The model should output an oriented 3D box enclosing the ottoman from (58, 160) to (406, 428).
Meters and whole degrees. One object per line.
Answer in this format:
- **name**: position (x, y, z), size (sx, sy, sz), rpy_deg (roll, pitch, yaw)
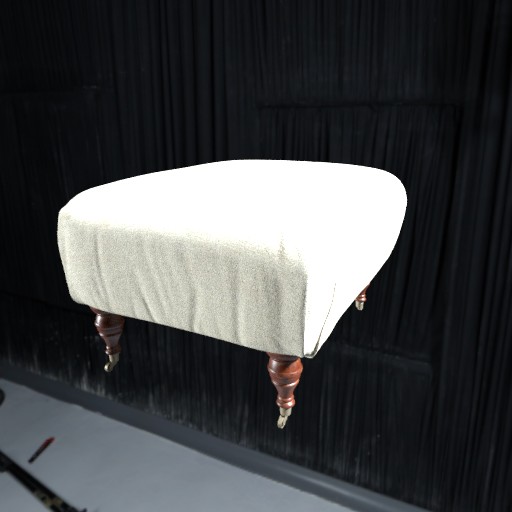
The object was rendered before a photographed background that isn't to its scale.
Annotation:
- **ottoman**: position (0.000, 0.000, 1.124), size (0.622, 0.450, 0.747), rpy_deg (8, 19, 25)
